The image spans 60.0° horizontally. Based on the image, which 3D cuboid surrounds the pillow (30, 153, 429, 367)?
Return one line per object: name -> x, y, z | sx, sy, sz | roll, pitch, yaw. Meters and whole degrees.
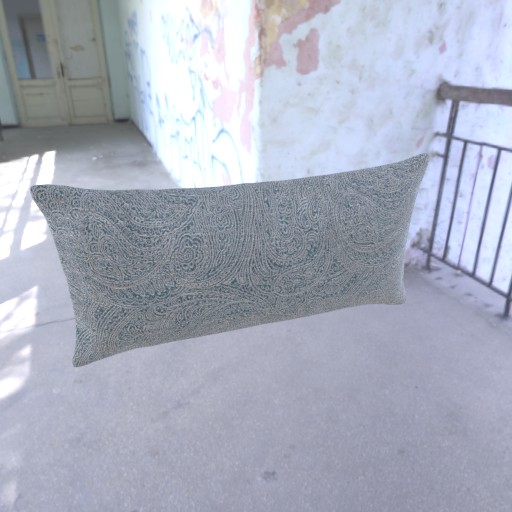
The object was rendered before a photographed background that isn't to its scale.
pillow -> 0.000, 0.000, 0.722 | 0.615, 0.295, 0.151 | -8, 27, -17
